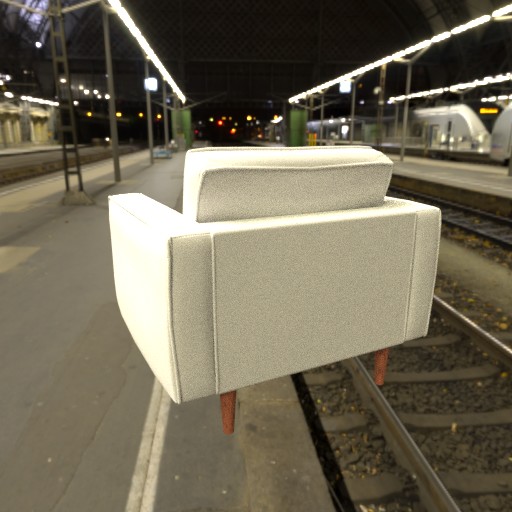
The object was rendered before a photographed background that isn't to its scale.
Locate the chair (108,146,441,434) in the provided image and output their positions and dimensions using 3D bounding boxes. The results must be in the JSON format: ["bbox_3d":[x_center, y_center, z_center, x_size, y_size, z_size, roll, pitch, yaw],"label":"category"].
[{"bbox_3d":[0.000,0.000,1.587,0.928,0.773,0.843,-8,17,-26],"label":"chair"}]
